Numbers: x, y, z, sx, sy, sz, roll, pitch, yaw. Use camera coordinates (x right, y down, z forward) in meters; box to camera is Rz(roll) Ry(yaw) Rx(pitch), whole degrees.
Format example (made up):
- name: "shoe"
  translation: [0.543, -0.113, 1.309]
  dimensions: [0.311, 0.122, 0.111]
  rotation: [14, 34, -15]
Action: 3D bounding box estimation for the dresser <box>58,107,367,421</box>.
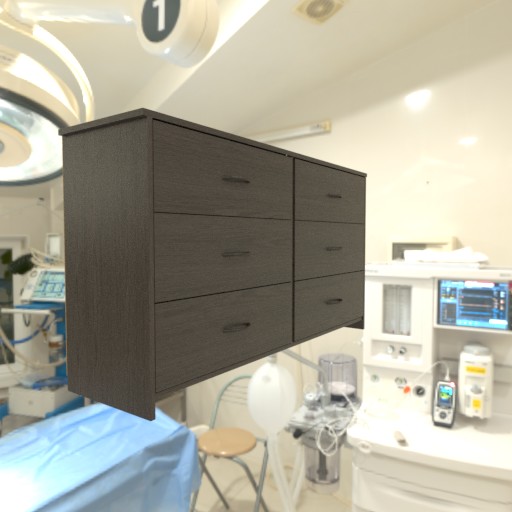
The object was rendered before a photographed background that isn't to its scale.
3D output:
- name: "dresser"
  translation: [0.000, 0.000, 1.703]
  dimensions: [0.401, 0.755, 1.360]
  rotation: [2, 3, 36]
